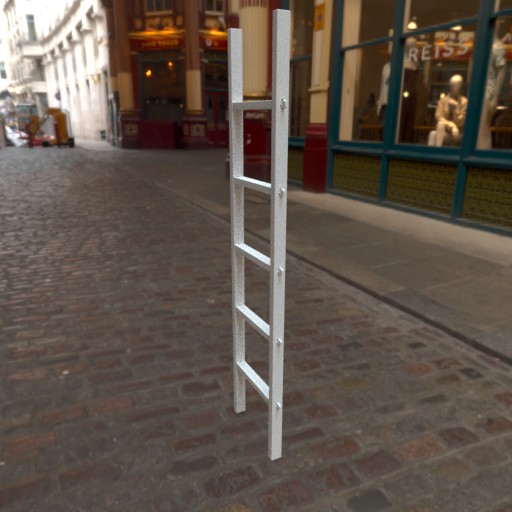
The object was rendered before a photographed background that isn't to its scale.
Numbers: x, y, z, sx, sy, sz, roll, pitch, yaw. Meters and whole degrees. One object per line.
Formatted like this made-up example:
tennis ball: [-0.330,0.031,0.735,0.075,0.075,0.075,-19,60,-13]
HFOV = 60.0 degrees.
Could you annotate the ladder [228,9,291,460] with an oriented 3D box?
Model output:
ladder: [0.000,0.000,1.888,0.051,1.797,0.452,-9,20,-26]
